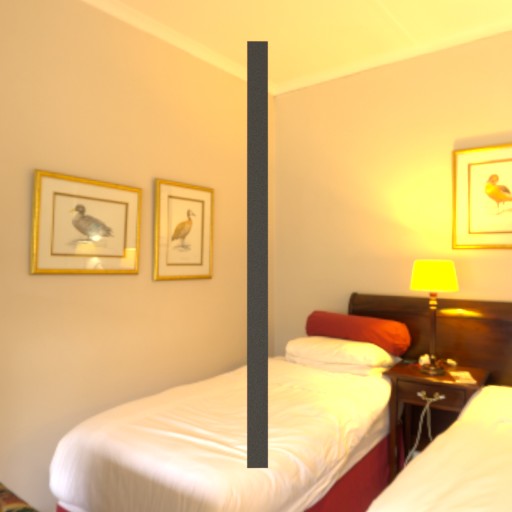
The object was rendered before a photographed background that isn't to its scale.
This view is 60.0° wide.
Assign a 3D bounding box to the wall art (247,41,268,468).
[{"bbox_3d":[0.000,0.000,1.172,0.038,0.763,0.763,0,-1,0],"label":"wall art"}]
